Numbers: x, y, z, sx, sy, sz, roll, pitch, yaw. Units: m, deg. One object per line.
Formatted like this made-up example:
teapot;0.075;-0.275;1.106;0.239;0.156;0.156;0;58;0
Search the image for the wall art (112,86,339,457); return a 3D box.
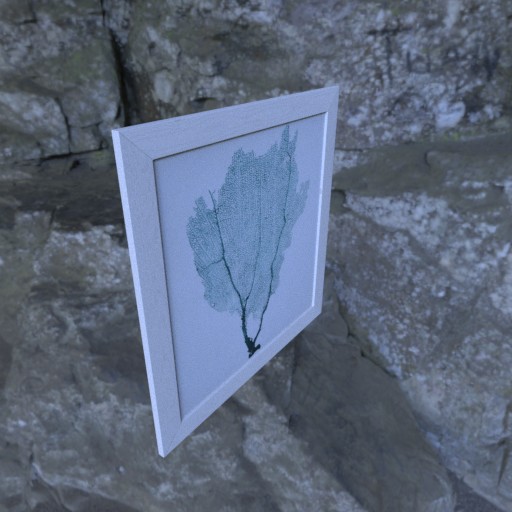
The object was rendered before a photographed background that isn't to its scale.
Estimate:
wall art;0.000;0.000;0.872;0.015;0.577;0.572;19;33;32
